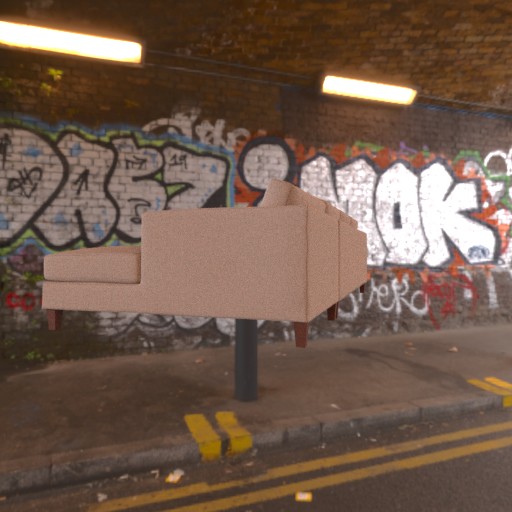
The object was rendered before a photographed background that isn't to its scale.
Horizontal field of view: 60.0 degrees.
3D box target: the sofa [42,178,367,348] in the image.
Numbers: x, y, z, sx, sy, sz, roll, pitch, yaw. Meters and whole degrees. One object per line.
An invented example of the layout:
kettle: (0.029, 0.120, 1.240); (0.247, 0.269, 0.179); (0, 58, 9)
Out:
sofa: (0.000, 0.000, 3.861); (1.625, 0.861, 3.186); (0, 0, 19)
